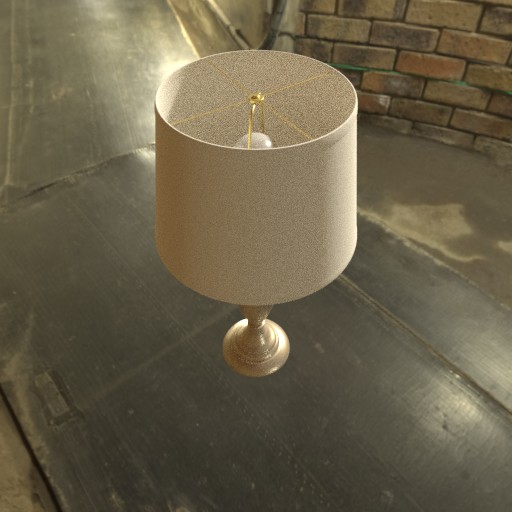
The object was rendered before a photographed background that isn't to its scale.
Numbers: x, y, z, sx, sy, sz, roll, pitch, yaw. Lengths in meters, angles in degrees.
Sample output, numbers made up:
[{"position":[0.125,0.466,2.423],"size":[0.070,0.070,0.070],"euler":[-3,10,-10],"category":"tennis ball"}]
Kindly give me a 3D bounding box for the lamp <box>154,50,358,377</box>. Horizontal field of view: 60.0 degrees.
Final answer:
[{"position":[0.000,0.000,0.786],"size":[0.328,0.612,0.328],"euler":[0,47,0],"category":"lamp"}]
